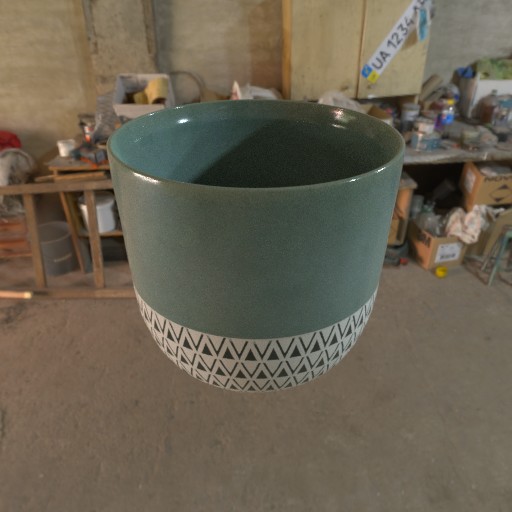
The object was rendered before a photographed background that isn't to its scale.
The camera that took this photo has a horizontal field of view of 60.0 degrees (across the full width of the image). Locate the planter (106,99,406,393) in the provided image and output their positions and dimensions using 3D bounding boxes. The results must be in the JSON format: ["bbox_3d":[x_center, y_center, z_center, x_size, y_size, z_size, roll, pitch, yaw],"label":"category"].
[{"bbox_3d":[0.000,0.000,0.480,0.266,0.270,0.266,0,32,0],"label":"planter"}]
